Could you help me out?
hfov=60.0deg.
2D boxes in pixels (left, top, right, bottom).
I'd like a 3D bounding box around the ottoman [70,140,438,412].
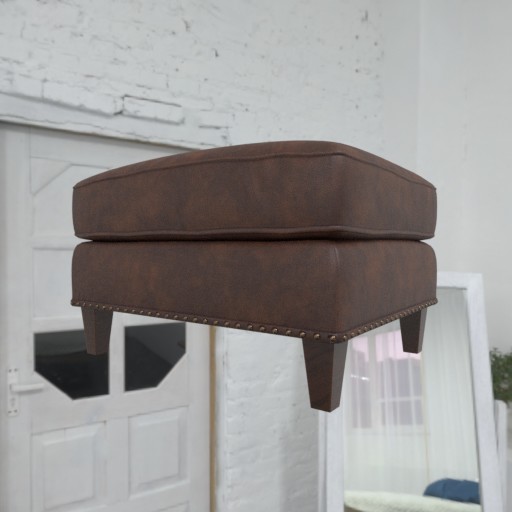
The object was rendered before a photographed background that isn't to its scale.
[{"bbox_3d":[0.000,0.000,1.113,0.742,0.486,0.586,1,2,36],"label":"ottoman"}]
